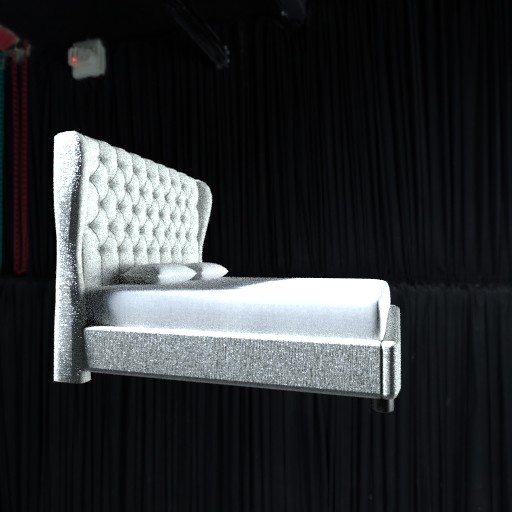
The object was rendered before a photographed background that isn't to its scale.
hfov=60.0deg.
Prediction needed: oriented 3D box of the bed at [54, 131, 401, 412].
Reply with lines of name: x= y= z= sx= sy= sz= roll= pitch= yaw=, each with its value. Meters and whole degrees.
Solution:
bed: x=0.000 y=0.000 z=3.802 sx=2.347 sy=1.771 sz=2.219 roll=0 pitch=0 yaw=18
